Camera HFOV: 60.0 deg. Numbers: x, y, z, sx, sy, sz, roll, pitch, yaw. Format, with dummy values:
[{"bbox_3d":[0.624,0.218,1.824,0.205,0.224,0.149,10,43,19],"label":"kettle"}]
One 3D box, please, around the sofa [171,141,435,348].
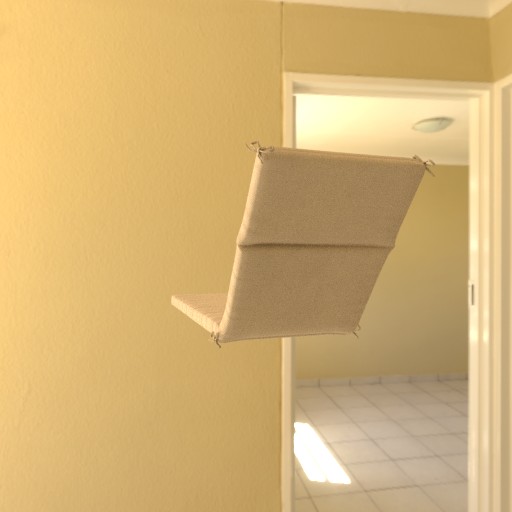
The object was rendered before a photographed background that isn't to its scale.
[{"bbox_3d":[0.000,0.000,1.980,0.582,0.622,1.663,0,0,-19],"label":"sofa"}]
